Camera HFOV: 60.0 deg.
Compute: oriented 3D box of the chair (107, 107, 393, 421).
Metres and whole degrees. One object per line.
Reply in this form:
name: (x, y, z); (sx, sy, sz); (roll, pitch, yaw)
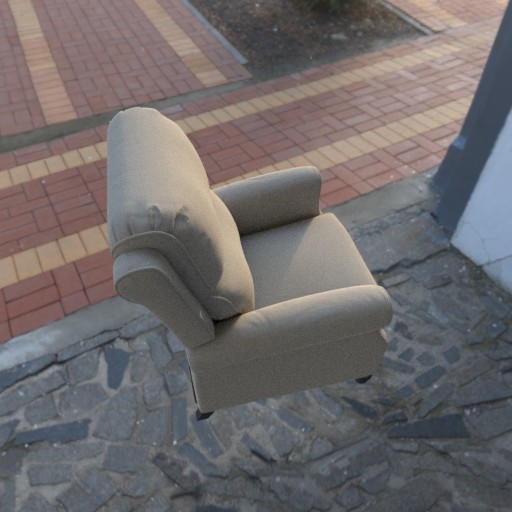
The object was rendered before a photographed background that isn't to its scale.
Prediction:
chair: (0.000, 0.000, 1.719); (0.919, 1.046, 0.859); (-10, 47, -9)
